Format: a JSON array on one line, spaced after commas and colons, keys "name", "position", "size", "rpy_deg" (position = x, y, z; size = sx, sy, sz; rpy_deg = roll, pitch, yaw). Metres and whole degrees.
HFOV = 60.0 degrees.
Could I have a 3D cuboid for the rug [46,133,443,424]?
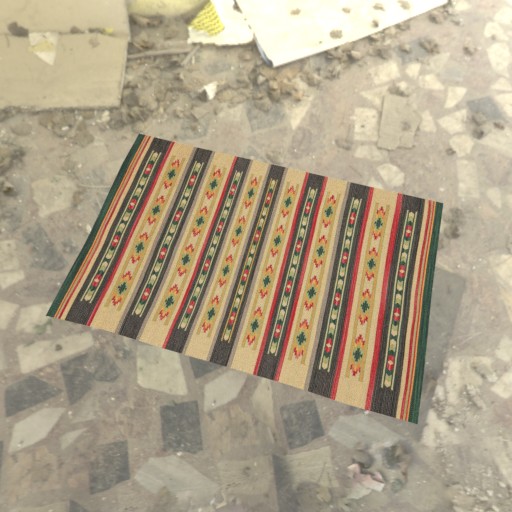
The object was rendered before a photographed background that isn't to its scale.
[{"name": "rug", "position": [0.000, 0.000, 2.935], "size": [2.311, 0.010, 1.522], "rpy_deg": [14, 65, 7]}]
